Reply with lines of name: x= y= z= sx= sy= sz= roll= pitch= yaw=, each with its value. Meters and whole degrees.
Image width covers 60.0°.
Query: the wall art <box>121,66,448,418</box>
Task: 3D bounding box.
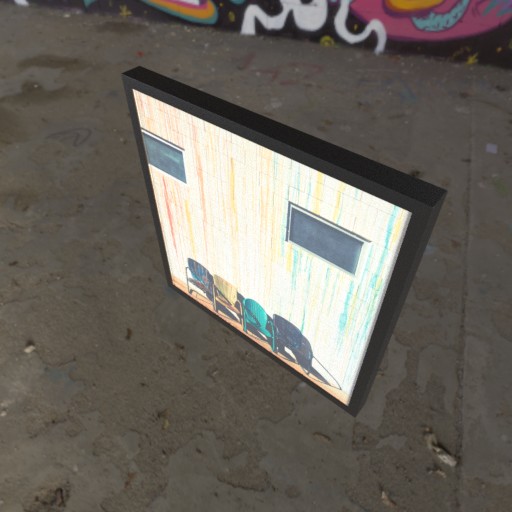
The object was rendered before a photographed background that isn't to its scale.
wall art: x=0.000 y=0.000 z=0.762 sx=0.506 sy=0.506 sz=0.037 roll=30 pitch=53 yaw=26
